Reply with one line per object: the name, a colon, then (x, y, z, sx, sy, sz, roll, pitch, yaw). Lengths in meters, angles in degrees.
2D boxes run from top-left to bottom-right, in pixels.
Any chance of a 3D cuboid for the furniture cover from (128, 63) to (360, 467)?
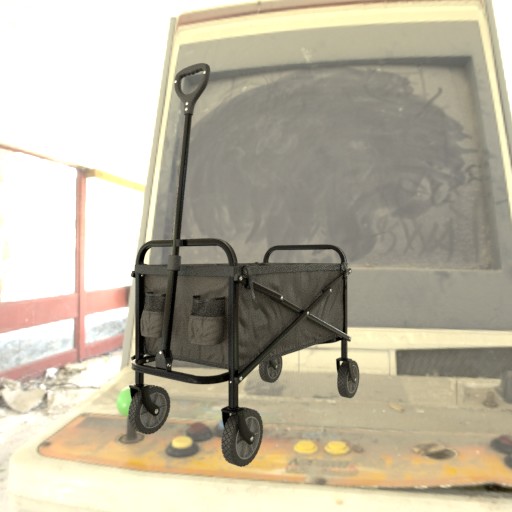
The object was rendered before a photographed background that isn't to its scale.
furniture cover: (0.000, 0.000, 1.809, 0.532, 1.295, 1.038, 0, 0, 35)
